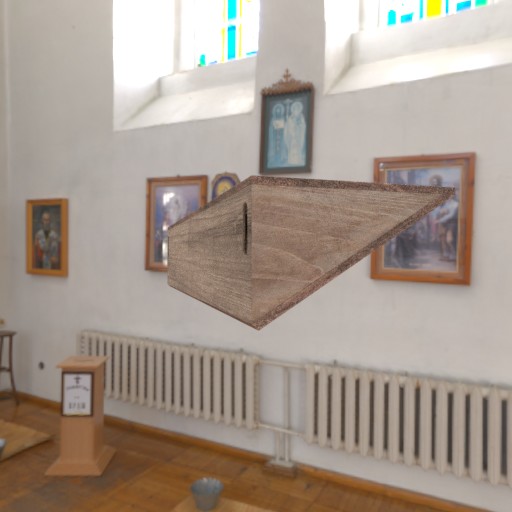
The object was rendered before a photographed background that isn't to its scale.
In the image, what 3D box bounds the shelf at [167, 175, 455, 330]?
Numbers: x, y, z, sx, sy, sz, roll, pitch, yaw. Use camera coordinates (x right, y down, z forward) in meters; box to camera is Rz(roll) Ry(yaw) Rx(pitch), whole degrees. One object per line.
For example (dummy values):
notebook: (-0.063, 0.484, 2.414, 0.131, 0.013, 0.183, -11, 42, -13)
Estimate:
shelf: (0.000, 0.000, 0.675, 0.200, 0.125, 0.610, 0, 0, -17)
